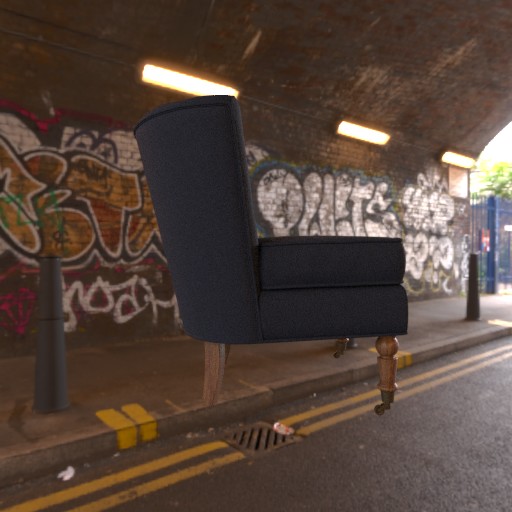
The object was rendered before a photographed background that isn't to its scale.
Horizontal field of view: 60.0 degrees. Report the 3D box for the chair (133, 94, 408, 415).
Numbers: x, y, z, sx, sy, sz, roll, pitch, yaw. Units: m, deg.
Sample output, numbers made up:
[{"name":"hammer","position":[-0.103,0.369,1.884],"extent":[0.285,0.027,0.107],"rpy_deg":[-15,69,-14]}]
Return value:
[{"name":"chair","position":[0.000,0.000,1.364],"extent":[0.718,0.771,0.740],"rpy_deg":[0,1,0]}]
